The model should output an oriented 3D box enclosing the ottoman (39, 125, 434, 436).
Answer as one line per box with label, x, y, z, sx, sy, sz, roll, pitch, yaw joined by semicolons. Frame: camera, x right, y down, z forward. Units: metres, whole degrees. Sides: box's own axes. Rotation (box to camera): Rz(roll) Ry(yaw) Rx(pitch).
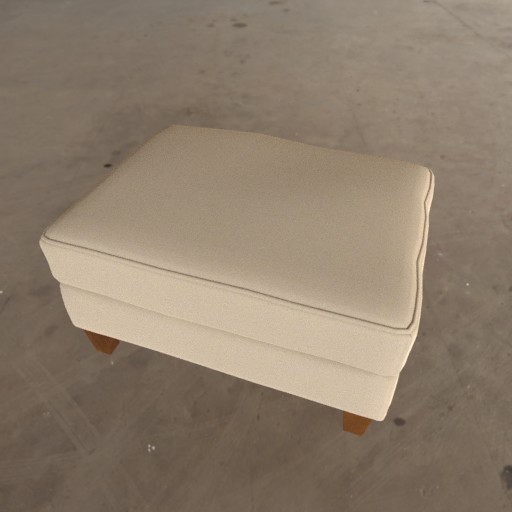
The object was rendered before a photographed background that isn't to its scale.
ottoman;0.000;0.000;1.198;0.818;0.485;0.634;13;43;15
